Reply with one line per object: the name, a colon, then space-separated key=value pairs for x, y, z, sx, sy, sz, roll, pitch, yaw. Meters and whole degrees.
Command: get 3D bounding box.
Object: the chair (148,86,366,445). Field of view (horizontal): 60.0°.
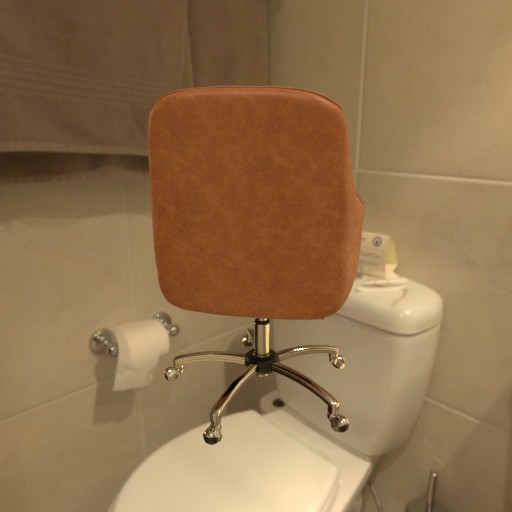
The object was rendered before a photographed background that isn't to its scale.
chair: x=0.000 y=0.000 z=1.328 sx=0.628 sy=0.909 sz=0.615 roll=3 pitch=16 yaw=9
